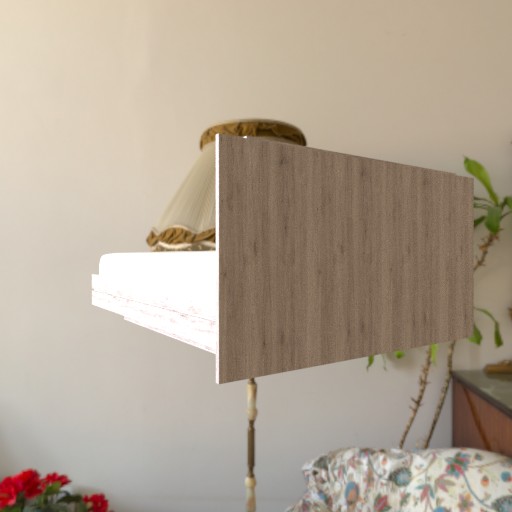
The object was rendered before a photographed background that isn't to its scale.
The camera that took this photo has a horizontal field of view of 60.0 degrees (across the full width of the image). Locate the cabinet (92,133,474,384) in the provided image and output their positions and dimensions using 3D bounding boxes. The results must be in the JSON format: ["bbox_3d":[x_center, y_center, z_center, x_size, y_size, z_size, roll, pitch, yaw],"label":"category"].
[{"bbox_3d":[0.000,0.000,3.033,1.750,0.970,2.080,0,0,-34],"label":"cabinet"}]
